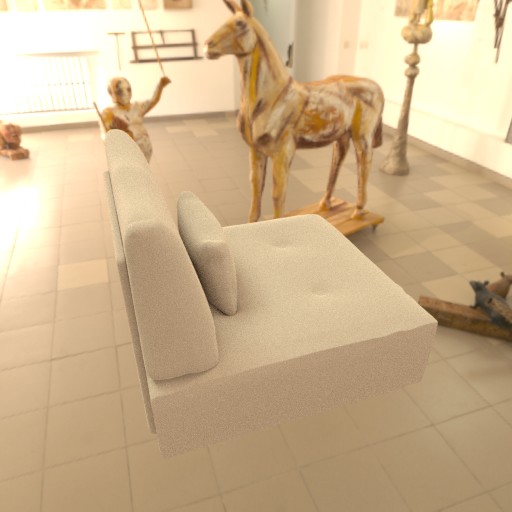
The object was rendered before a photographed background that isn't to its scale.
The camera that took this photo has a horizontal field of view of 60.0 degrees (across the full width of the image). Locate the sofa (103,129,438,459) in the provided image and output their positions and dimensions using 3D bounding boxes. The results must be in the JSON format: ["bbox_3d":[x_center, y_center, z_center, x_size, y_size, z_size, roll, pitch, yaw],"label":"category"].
[{"bbox_3d":[0.000,0.000,1.695,1.000,0.828,0.935,-10,32,-17],"label":"sofa"}]
